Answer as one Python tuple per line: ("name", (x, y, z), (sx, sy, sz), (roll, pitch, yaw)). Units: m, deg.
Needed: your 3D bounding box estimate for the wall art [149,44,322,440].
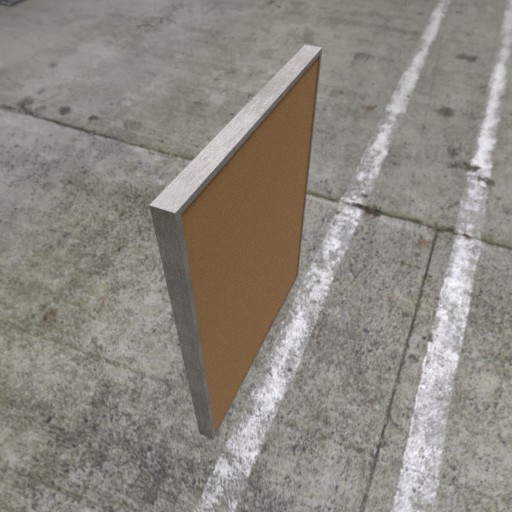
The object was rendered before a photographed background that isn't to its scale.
("wall art", (0.000, 0.000, 0.727), (0.032, 0.521, 0.421), (18, 49, 16))
